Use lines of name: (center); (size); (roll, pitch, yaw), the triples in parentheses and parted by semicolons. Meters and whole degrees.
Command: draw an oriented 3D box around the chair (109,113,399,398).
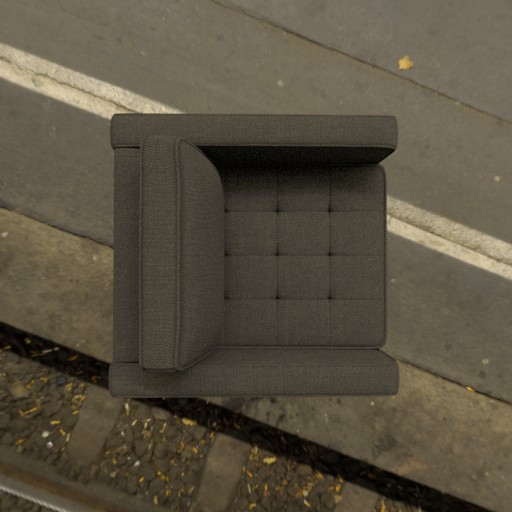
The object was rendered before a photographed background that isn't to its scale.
chair: (0.000, 0.000, 1.572); (0.919, 0.770, 0.899); (0, 89, -1)
